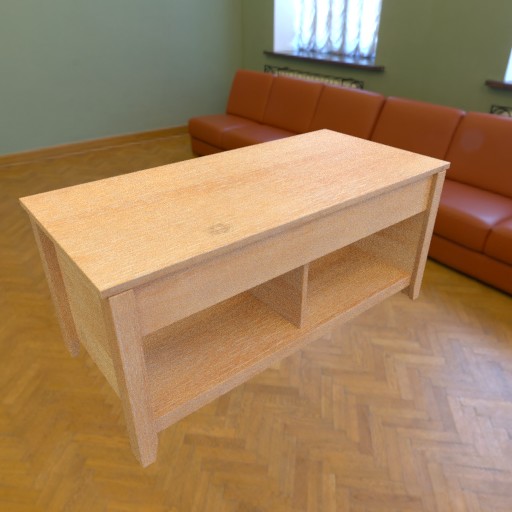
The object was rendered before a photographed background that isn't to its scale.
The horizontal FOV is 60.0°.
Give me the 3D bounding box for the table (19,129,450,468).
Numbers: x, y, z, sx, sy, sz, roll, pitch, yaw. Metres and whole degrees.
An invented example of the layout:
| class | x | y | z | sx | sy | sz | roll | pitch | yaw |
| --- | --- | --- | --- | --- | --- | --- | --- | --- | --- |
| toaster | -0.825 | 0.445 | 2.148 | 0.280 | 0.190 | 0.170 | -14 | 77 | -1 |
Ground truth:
| class | x | y | z | sx | sy | sz | roll | pitch | yaw |
| --- | --- | --- | --- | --- | --- | --- | --- | --- | --- |
| table | 0.000 | 0.000 | 1.249 | 1.016 | 0.457 | 0.483 | -22 | 37 | -33 |
